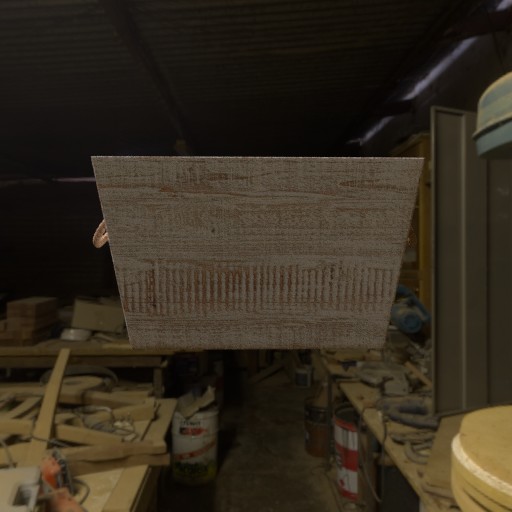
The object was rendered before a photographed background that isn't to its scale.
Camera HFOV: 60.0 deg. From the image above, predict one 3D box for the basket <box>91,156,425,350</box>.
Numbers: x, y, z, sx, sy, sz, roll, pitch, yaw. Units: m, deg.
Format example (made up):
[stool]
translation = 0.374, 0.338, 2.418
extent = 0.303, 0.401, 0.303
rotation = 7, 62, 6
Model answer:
[basket]
translation = 0.000, 0.000, 0.754
extent = 0.545, 0.247, 0.413
rotation = 0, 0, -1
